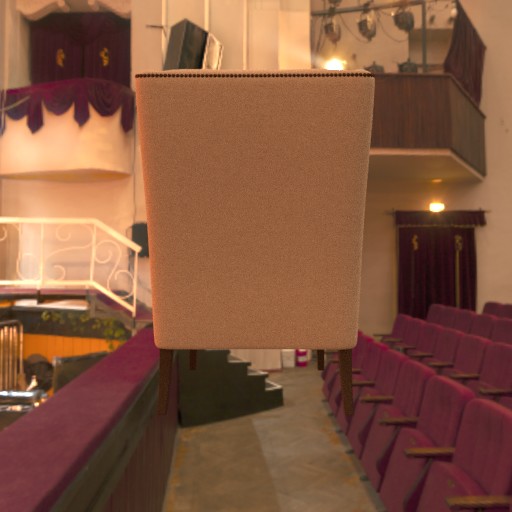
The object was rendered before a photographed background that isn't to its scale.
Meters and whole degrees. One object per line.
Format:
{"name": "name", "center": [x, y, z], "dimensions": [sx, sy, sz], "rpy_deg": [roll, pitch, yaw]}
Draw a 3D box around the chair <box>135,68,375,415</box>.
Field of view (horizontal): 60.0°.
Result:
{"name": "chair", "center": [0.000, 0.000, 1.654], "dimensions": [0.737, 1.029, 0.940], "rpy_deg": [0, -2, 0]}
